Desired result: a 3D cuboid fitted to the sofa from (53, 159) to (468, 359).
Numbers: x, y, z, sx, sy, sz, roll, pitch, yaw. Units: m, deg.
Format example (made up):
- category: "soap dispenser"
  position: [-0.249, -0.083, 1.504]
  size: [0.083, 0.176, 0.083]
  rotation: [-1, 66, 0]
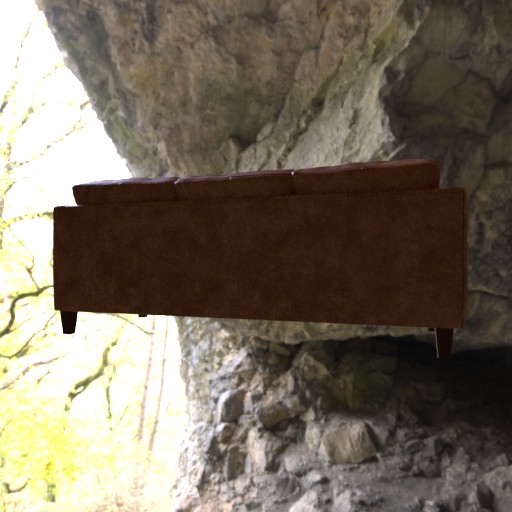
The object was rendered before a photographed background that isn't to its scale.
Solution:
- category: "sofa"
  position: [0.000, 0.000, 2.967]
  size: [2.464, 1.006, 1.045]
  rotation: [0, 0, 18]
